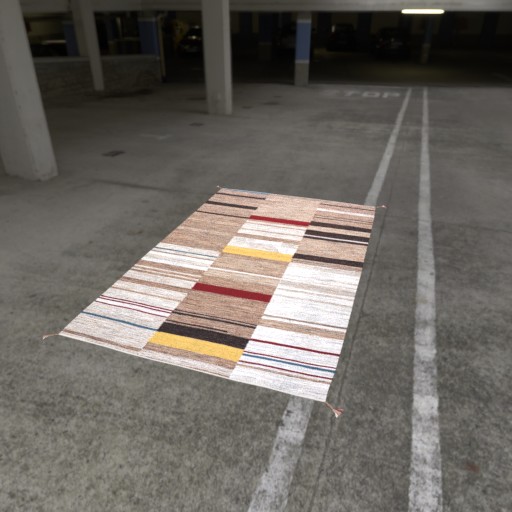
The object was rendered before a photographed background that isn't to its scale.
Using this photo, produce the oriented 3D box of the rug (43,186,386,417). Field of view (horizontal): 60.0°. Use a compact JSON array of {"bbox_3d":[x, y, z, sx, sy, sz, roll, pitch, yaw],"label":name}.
[{"bbox_3d":[0.000,0.000,2.449,1.268,0.007,1.918,9,31,16],"label":"rug"}]
